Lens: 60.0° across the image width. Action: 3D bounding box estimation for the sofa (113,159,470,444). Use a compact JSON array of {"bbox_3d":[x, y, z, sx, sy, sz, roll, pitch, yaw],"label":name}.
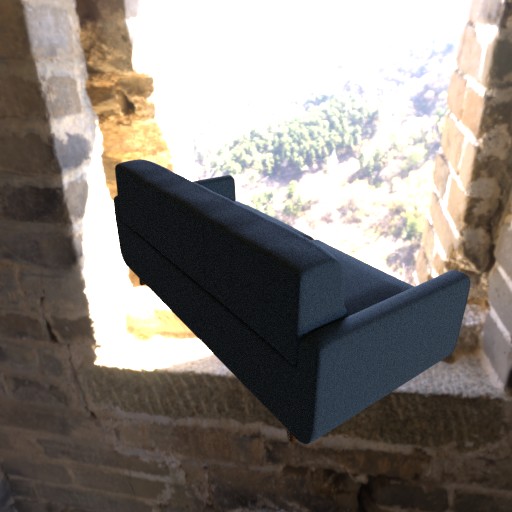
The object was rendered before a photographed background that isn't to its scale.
[{"bbox_3d":[0.000,0.000,2.557,0.942,0.884,2.055,-17,31,-31],"label":"sofa"}]
